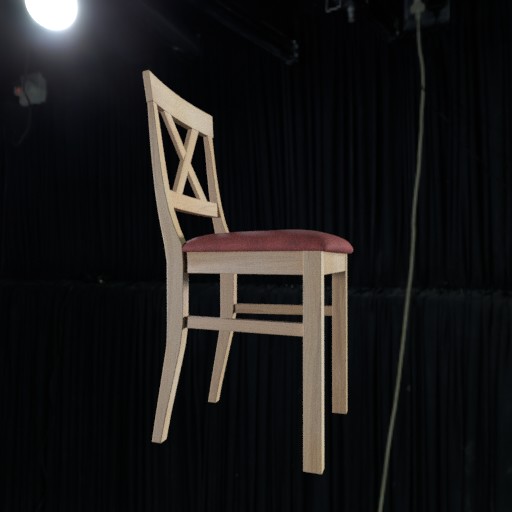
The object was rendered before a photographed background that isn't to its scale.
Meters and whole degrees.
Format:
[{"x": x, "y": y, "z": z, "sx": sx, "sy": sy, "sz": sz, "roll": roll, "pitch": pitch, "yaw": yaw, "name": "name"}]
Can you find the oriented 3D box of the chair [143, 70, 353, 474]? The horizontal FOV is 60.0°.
[{"x": 0.000, "y": 0.000, "z": 1.191, "sx": 0.492, "sy": 0.912, "sz": 0.439, "roll": 0, "pitch": -1, "yaw": 19, "name": "chair"}]
